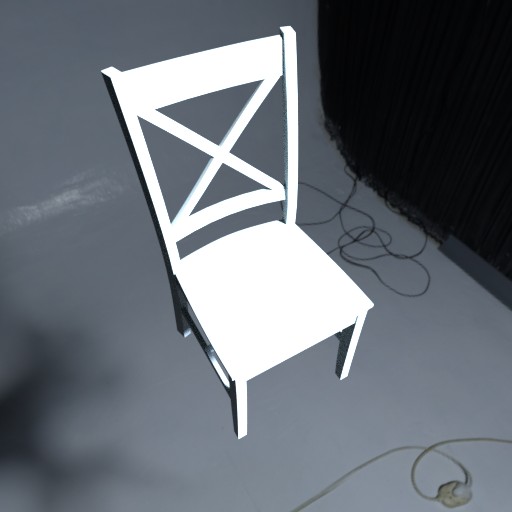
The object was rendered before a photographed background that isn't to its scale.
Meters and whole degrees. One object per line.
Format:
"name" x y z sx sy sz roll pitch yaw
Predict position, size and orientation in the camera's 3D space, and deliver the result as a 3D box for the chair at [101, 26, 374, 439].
"chair" 0.000 0.000 1.255 0.485 0.983 0.542 -23 52 -20
